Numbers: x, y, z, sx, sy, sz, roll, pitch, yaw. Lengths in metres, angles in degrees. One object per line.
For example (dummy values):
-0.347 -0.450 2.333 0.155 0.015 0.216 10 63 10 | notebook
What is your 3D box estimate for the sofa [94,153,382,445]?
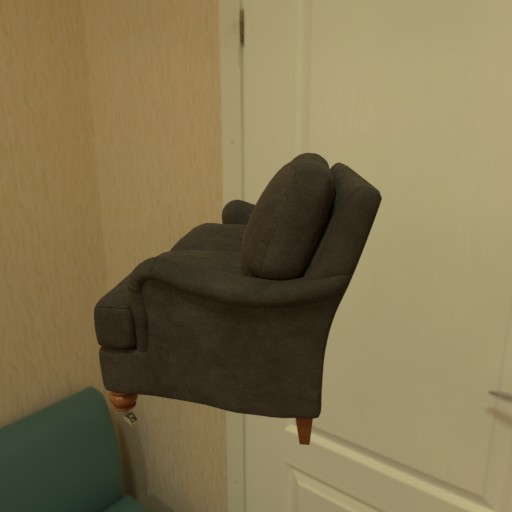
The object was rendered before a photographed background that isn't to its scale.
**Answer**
0.000 0.000 2.492 1.084 1.101 1.853 2 15 7 | sofa
